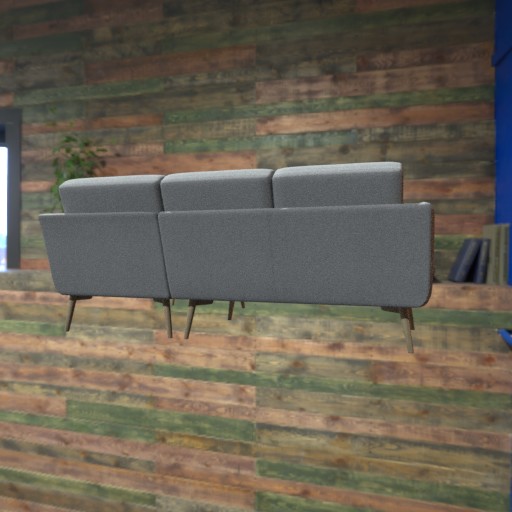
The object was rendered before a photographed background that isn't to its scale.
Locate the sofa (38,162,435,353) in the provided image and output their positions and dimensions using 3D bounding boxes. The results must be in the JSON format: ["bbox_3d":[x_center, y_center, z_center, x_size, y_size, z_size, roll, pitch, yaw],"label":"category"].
[{"bbox_3d":[0.000,0.000,2.805,2.040,0.860,1.530,0,1,17],"label":"sofa"}]
